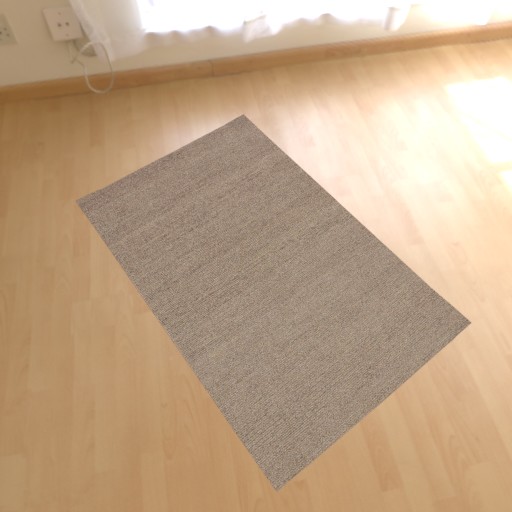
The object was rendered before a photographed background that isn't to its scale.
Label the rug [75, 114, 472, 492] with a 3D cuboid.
[{"bbox_3d":[0.000,0.000,2.241,1.154,0.021,1.792,-32,63,-19],"label":"rug"}]
